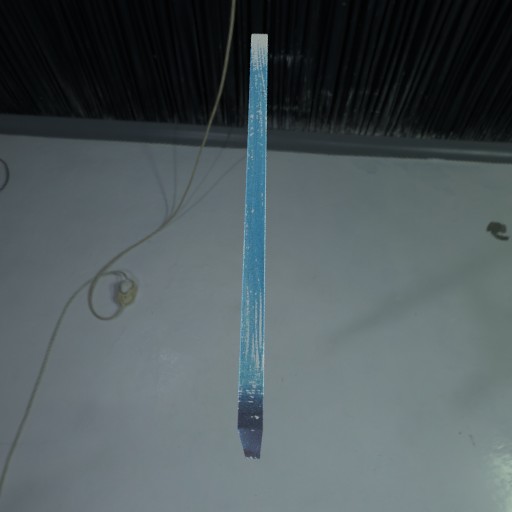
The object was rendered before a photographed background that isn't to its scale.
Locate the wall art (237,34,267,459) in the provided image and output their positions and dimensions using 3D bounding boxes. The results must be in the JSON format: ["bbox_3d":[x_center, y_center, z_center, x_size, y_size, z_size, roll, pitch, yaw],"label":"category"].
[{"bbox_3d":[0.000,0.000,1.143,0.039,0.610,0.914,1,62,1],"label":"wall art"}]
